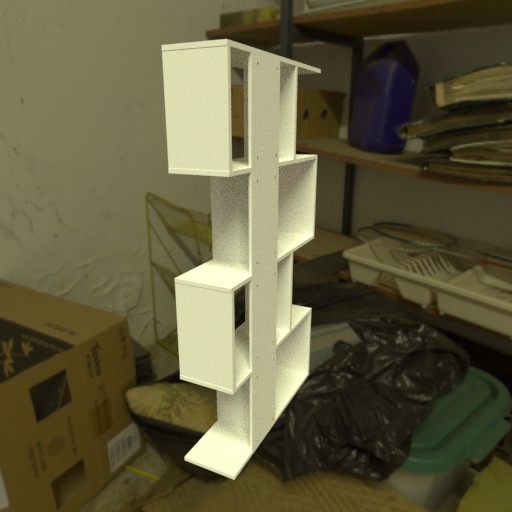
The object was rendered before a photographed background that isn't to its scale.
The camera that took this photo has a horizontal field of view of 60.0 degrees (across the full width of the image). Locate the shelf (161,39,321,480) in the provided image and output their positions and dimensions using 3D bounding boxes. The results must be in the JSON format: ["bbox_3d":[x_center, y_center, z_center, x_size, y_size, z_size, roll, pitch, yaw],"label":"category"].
[{"bbox_3d":[0.000,0.000,2.019,0.250,1.650,0.890,8,19,25],"label":"shelf"}]
